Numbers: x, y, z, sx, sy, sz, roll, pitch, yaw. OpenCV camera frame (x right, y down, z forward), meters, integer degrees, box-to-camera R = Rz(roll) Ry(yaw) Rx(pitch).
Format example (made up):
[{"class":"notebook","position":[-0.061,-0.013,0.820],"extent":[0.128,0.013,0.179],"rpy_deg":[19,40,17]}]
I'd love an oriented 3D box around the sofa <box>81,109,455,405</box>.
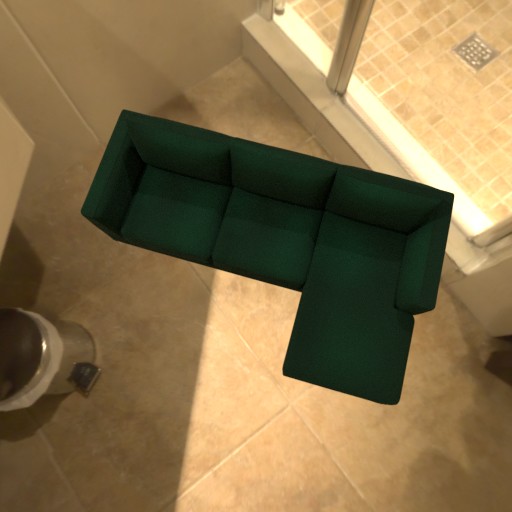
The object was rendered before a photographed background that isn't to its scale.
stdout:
[{"class":"sofa","position":[0.000,0.000,3.177],"extent":[2.441,1.007,1.489],"rpy_deg":[15,76,4]}]
